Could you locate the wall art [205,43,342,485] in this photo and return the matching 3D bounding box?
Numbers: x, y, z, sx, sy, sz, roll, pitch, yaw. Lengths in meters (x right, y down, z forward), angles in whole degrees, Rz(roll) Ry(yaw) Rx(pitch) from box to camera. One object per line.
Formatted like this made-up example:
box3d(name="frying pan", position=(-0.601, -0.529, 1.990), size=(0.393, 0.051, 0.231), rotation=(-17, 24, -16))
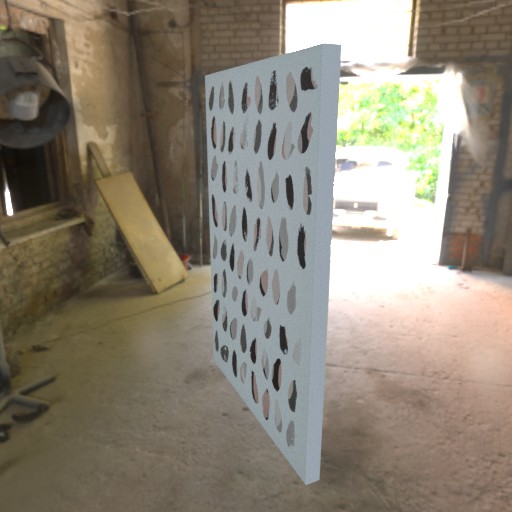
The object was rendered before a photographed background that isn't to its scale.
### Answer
box3d(name="wall art", position=(0.000, 0.000, 1.144), size=(0.037, 0.916, 0.610), rotation=(-8, 19, -24))
